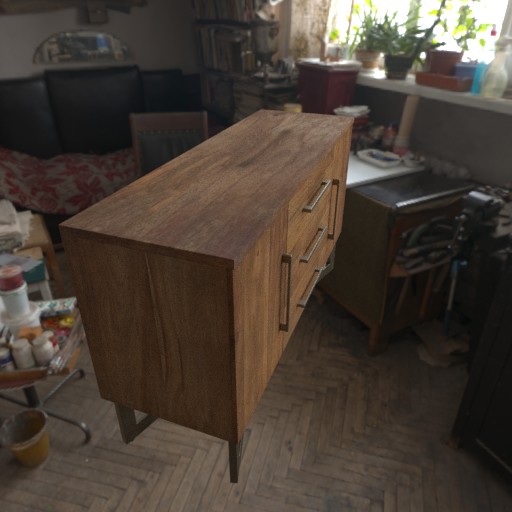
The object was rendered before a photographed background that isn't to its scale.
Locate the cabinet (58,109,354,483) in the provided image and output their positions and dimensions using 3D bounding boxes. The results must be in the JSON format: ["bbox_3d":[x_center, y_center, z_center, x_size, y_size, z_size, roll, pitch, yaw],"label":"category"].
[{"bbox_3d":[0.000,0.000,1.735,0.480,0.812,1.373,11,32,18],"label":"cabinet"}]
